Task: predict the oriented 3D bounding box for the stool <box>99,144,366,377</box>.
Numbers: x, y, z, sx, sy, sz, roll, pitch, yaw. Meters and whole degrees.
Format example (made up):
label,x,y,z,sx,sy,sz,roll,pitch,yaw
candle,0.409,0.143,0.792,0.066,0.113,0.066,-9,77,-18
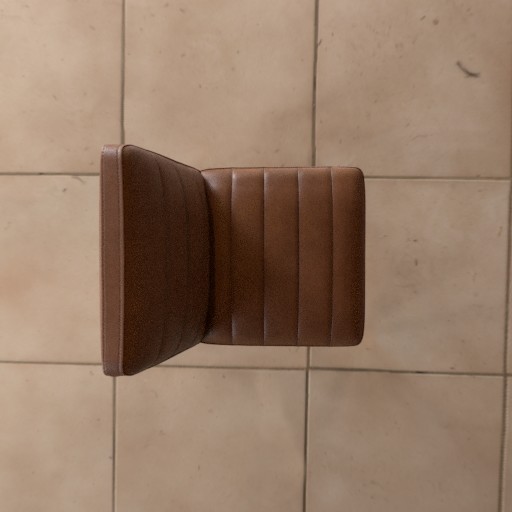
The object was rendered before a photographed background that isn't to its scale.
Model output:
label,x,y,z,sx,sy,sz,roll,pitch,yaw
stool,0.000,0.000,1.251,0.556,0.940,0.458,0,91,2
